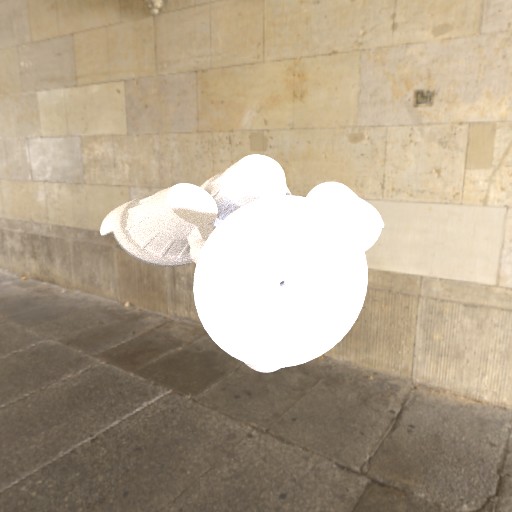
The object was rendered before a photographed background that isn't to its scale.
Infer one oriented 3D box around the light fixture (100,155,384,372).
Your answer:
[{"bbox_3d":[0.000,0.000,0.533,0.369,0.237,0.278,-2,13,-10],"label":"light fixture"}]
